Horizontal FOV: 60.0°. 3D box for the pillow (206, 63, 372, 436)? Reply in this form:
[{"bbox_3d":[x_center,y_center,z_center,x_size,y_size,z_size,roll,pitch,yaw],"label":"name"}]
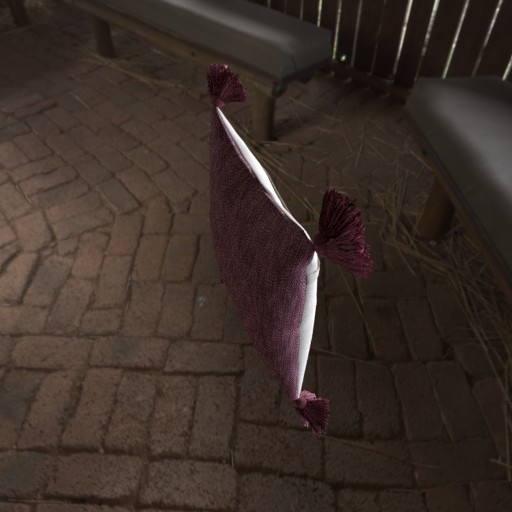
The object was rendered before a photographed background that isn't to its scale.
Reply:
[{"bbox_3d":[0.000,0.000,0.973,0.138,0.659,0.641,-16,48,-15],"label":"pillow"}]
